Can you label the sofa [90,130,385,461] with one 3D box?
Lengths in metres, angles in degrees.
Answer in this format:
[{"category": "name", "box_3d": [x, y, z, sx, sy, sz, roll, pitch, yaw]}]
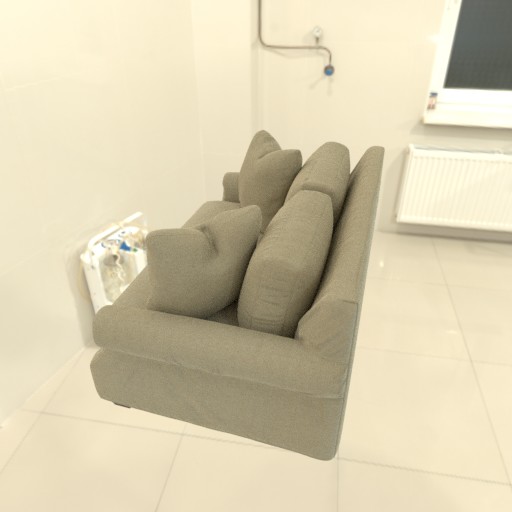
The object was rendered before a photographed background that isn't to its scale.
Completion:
[{"category": "sofa", "box_3d": [0.000, 0.000, 2.170, 1.070, 0.905, 1.550, 9, 34, 14]}]
